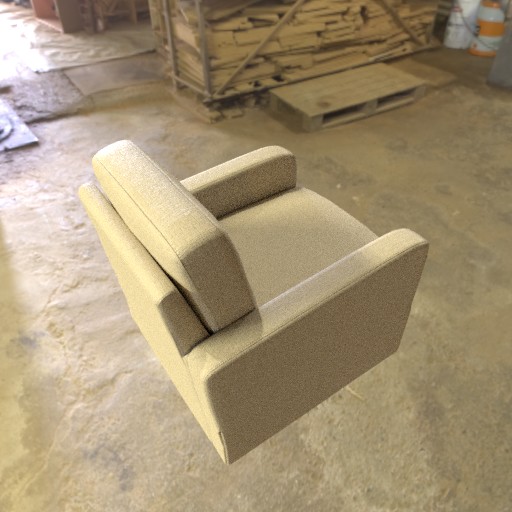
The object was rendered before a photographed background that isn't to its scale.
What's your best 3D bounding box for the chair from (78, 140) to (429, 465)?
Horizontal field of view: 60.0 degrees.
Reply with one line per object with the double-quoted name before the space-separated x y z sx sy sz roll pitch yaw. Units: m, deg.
"chair" 0.000 0.000 1.487 0.888 0.827 0.755 -25 47 -25
